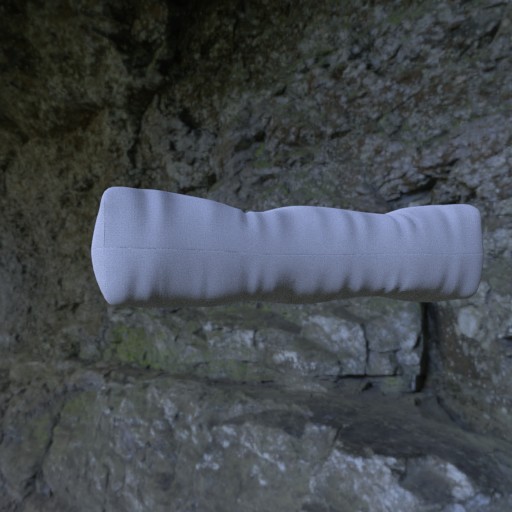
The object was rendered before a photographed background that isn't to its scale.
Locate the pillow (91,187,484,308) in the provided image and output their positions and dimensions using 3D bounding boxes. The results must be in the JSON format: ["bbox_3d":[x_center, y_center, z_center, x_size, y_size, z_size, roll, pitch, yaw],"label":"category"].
[{"bbox_3d":[0.000,0.000,0.707,0.468,0.128,0.490,0,-2,-17],"label":"pillow"}]
